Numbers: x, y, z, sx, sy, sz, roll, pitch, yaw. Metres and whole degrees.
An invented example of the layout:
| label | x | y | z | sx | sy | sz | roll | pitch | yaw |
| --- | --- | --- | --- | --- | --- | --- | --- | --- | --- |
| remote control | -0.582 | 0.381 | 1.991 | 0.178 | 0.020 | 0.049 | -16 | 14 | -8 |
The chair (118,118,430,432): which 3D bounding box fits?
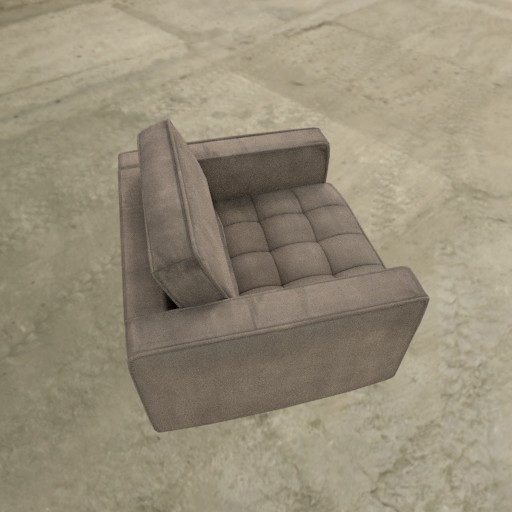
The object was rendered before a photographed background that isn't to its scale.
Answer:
| label | x | y | z | sx | sy | sz | roll | pitch | yaw |
| --- | --- | --- | --- | --- | --- | --- | --- | --- | --- |
| chair | 0.000 | 0.000 | 1.526 | 0.843 | 0.773 | 0.928 | -10 | 47 | -9 |
